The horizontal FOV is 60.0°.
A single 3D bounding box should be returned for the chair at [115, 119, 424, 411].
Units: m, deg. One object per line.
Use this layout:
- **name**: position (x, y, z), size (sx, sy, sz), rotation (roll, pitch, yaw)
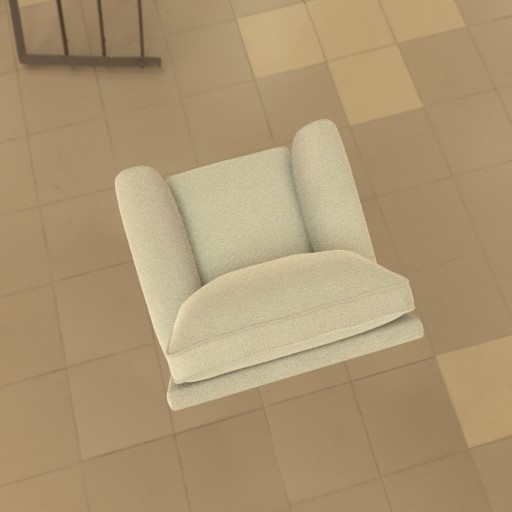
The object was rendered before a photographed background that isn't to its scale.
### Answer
- **chair**: position (0.000, 0.000, 1.653), size (0.890, 0.960, 0.878), rotation (-15, 76, -4)
